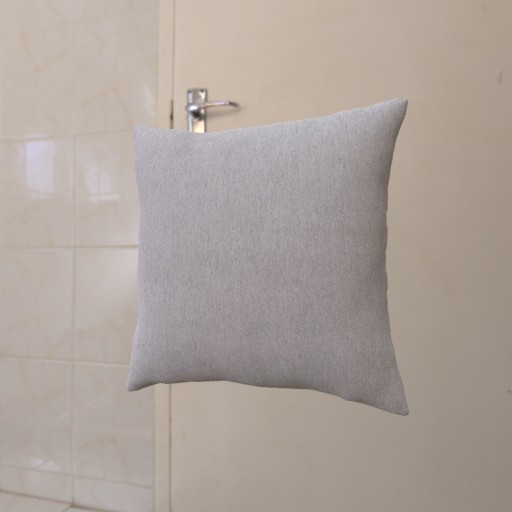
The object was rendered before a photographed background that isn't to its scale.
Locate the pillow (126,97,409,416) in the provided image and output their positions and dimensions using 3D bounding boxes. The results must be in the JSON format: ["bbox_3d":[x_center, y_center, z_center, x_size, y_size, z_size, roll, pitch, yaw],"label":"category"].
[{"bbox_3d":[0.000,0.000,0.664,0.433,0.436,0.173,0,-1,17],"label":"pillow"}]
